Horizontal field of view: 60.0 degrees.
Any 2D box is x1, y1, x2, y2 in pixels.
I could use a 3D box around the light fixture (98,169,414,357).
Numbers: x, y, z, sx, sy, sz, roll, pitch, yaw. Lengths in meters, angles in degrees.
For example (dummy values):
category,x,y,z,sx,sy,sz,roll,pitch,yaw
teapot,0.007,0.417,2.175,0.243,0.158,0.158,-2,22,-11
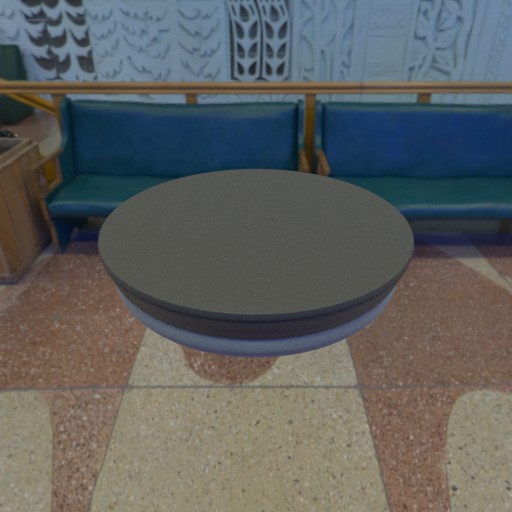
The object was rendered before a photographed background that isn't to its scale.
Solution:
category,x,y,z,sx,sy,sz,roll,pitch,yaw
light fixture,0.000,0.000,0.562,0.368,0.100,0.368,0,31,0
